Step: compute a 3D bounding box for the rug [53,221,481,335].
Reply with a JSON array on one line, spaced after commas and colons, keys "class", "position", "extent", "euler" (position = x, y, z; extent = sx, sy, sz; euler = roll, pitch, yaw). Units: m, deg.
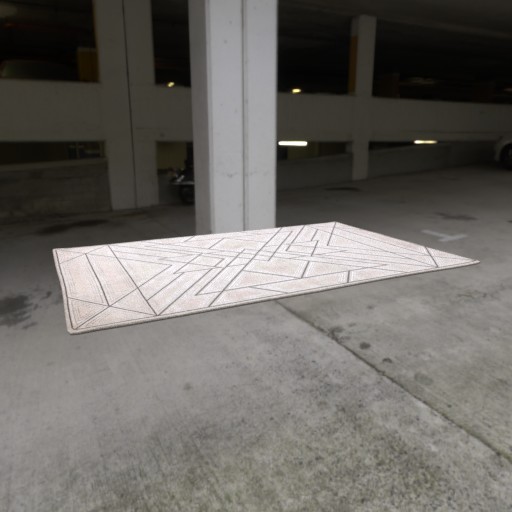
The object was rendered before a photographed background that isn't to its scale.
[{"class": "rug", "position": [0.000, 0.000, 2.996], "extent": [2.459, 0.023, 1.575], "euler": [-7, 16, -25]}]
